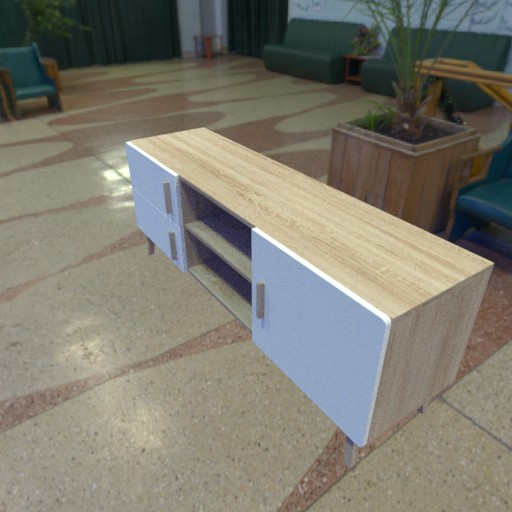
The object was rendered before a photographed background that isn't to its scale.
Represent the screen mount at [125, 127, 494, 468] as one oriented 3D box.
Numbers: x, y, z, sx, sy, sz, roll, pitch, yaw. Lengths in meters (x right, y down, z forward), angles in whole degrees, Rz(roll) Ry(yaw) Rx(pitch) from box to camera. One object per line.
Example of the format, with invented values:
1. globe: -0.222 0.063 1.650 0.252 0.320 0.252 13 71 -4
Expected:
1. screen mount: 0.000 0.000 1.688 0.420 0.570 1.500 -20 37 -29
